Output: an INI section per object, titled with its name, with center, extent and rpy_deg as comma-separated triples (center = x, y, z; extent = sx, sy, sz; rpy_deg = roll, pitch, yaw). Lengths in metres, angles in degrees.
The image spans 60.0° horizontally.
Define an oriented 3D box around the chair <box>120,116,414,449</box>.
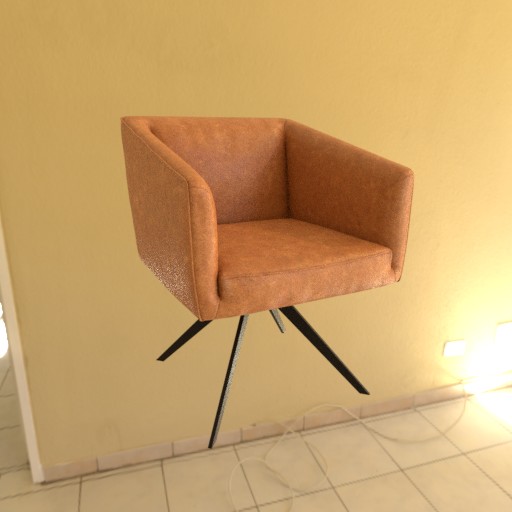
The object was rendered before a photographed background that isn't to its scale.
[chair]
center = 0.000, 0.000, 1.247
extent = 0.588, 0.760, 0.625
rpy_deg = -8, 18, -26
